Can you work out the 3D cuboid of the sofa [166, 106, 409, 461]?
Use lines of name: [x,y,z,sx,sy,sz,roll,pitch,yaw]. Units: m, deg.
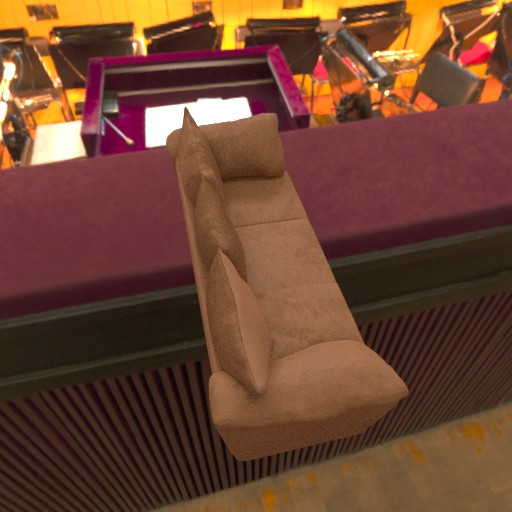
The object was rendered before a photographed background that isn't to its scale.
sofa: [0.000,0.000,2.825,0.893,0.981,2.377,-10,49,-9]
